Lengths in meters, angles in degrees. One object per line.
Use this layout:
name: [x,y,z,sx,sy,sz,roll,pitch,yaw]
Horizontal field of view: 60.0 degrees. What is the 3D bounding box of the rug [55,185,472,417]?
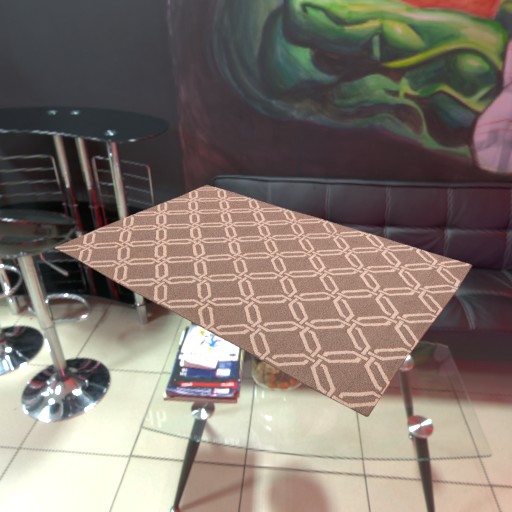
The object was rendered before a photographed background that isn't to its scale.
rug: [0.000,0.000,2.188,1.748,0.010,1.142,21,36,32]
